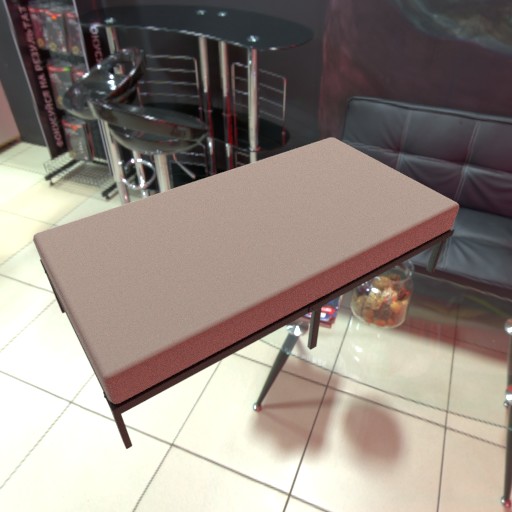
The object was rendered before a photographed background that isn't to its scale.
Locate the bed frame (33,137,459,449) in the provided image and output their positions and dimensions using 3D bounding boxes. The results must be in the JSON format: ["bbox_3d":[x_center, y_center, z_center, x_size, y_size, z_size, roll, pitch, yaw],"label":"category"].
[{"bbox_3d":[0.000,0.000,3.222,2.635,0.680,1.393,-24,45,-26],"label":"bed frame"}]
